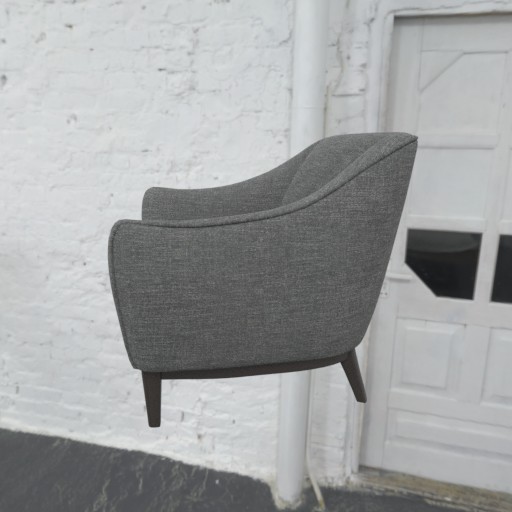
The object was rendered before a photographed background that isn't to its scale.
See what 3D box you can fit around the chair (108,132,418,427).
[{"bbox_3d":[0.000,0.000,1.550,0.851,0.829,0.870,-2,14,-8],"label":"chair"}]
